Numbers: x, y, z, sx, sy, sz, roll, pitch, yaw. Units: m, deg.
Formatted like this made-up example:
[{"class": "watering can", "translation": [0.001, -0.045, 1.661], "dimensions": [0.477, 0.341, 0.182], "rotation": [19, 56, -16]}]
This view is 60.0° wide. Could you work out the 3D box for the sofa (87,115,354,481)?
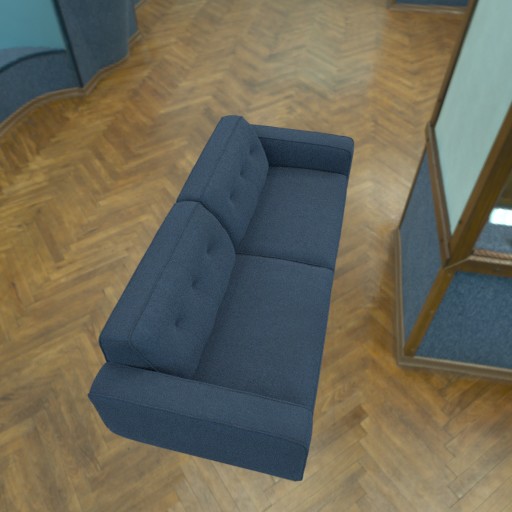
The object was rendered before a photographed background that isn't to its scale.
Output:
[{"class": "sofa", "translation": [0.000, 0.000, 2.644], "dimensions": [0.953, 0.782, 2.270], "rotation": [10, 47, 9]}]
